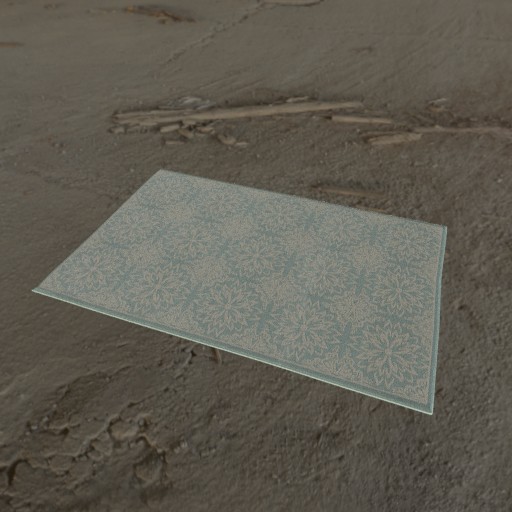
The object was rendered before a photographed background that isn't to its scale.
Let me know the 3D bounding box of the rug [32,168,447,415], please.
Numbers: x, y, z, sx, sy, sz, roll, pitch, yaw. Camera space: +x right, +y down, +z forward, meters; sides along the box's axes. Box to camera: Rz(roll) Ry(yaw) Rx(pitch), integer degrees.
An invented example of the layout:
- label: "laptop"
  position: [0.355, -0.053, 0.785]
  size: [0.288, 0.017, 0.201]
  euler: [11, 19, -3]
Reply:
- label: "rug"
  position: [0.000, 0.000, 2.305]
  size: [1.840, 0.012, 1.219]
  euler: [14, 43, 15]
